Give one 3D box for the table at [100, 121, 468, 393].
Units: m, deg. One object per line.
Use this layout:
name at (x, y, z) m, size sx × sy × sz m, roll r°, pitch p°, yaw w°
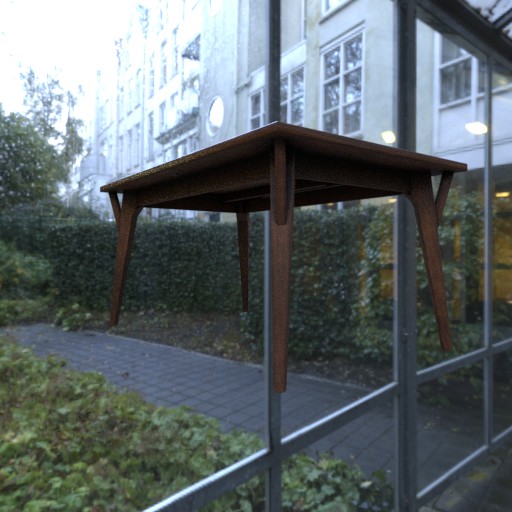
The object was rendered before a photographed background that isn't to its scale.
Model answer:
table at (0.000, 0.000, 2.106) m, size 0.990 × 0.761 × 1.524 m, roll 0°, pitch 1°, yaw -37°
